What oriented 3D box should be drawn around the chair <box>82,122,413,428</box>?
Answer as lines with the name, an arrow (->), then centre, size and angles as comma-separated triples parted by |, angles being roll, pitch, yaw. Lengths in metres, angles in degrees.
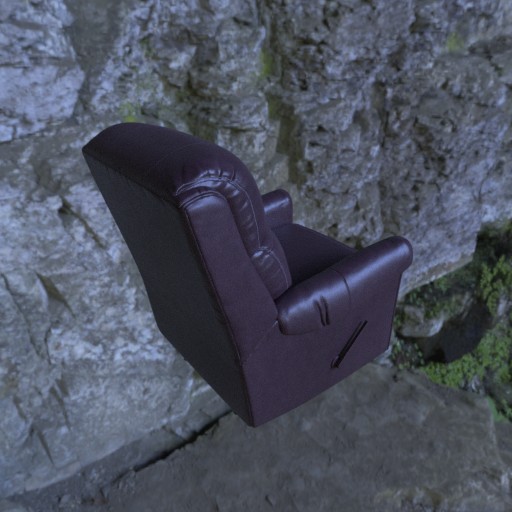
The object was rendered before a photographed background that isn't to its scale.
chair -> 0.000, 0.000, 1.780 | 1.014, 1.054, 0.838 | -19, 33, -33
